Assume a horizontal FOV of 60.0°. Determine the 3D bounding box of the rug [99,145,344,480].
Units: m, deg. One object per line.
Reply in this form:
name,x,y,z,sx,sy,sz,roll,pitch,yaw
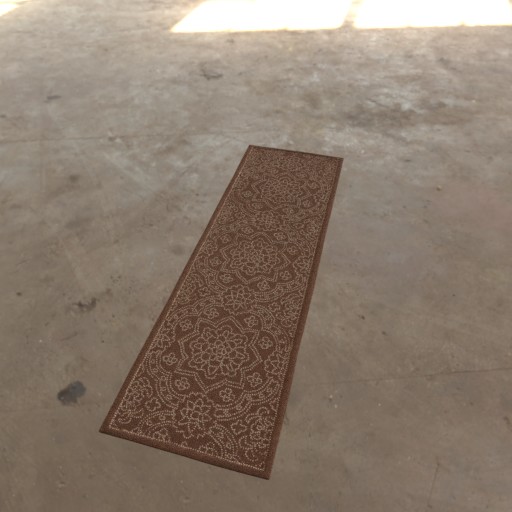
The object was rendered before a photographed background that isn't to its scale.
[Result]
rug,0.000,0.000,2.689,0.769,0.012,2.448,11,46,11
